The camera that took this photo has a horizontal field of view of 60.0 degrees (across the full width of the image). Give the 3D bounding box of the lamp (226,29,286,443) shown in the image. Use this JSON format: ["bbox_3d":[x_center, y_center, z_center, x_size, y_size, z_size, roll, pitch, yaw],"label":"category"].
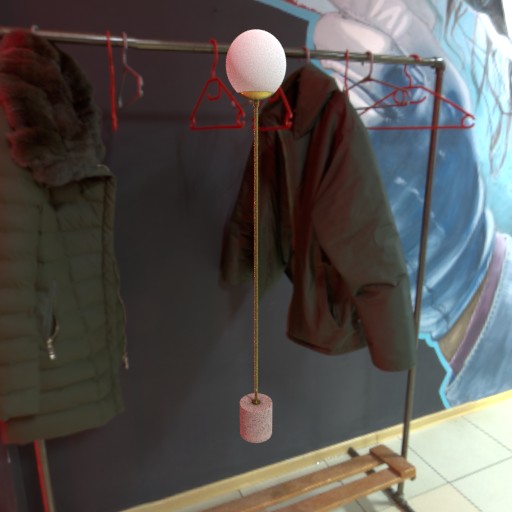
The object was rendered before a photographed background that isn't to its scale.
[{"bbox_3d":[0.000,0.000,1.886,0.229,1.748,0.229,2,16,9],"label":"lamp"}]
